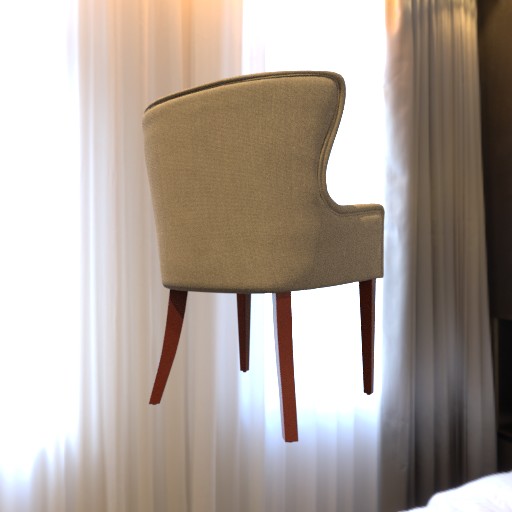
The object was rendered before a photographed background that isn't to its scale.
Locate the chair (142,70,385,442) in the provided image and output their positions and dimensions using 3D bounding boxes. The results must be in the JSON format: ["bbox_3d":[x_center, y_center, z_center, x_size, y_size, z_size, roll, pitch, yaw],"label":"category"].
[{"bbox_3d":[0.000,0.000,1.451,0.732,0.948,0.677,0,-1,36],"label":"chair"}]
